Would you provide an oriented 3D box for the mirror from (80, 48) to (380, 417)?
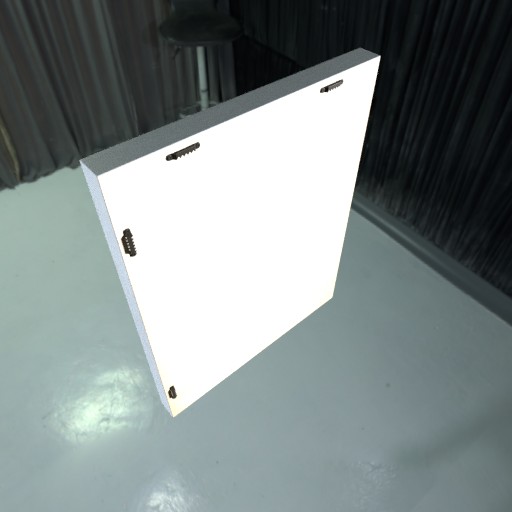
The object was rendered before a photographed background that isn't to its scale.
[{"bbox_3d":[0.000,0.000,0.683,0.406,0.509,0.041,-32,54,-27],"label":"mirror"}]
